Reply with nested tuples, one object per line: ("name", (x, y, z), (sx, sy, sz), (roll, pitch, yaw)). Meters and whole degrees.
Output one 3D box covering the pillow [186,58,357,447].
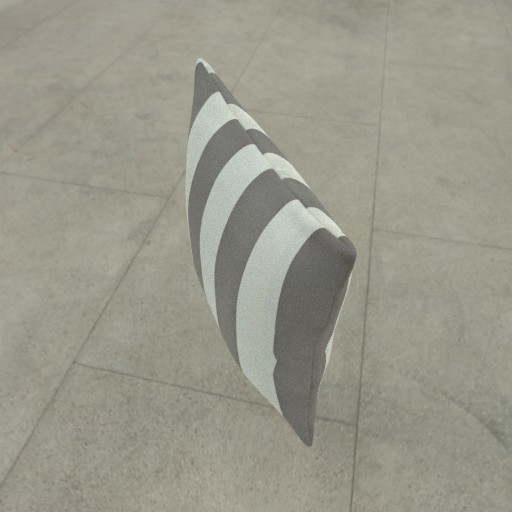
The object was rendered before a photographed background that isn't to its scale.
("pillow", (0.000, 0.000, 0.786), (0.192, 0.507, 0.522), (-16, 48, -15))
